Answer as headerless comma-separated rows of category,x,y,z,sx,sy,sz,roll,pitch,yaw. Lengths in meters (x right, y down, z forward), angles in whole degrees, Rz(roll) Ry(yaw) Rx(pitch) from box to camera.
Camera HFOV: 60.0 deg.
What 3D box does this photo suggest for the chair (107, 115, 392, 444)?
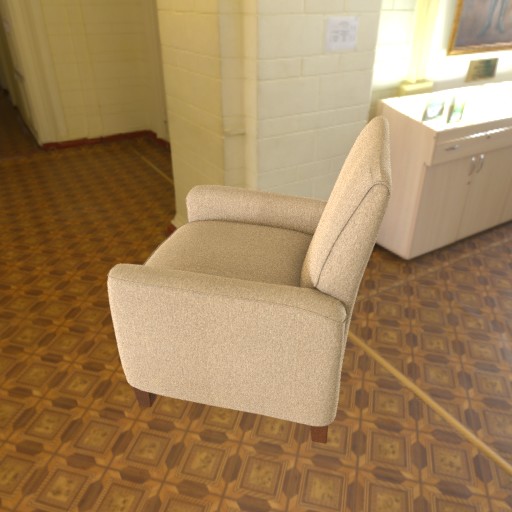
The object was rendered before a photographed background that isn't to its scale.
chair,0.000,0.000,1.686,0.864,1.014,0.848,7,31,12
